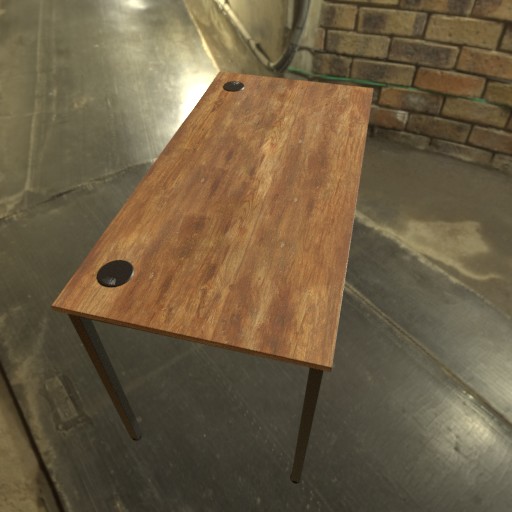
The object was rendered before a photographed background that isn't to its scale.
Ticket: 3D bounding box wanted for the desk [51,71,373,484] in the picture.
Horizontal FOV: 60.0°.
[{"bbox_3d":[0.000,0.000,1.564,0.600,0.749,1.200,10,47,10],"label":"desk"}]
